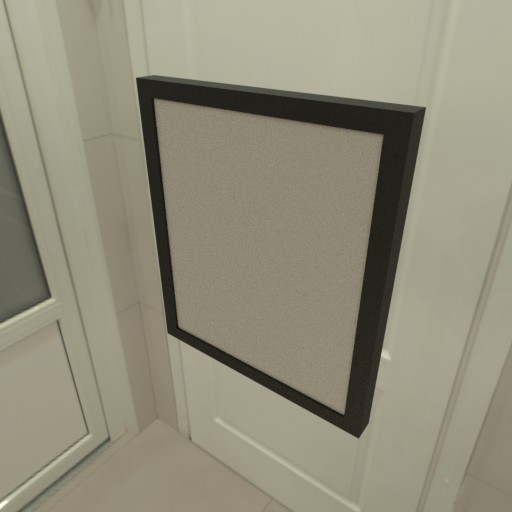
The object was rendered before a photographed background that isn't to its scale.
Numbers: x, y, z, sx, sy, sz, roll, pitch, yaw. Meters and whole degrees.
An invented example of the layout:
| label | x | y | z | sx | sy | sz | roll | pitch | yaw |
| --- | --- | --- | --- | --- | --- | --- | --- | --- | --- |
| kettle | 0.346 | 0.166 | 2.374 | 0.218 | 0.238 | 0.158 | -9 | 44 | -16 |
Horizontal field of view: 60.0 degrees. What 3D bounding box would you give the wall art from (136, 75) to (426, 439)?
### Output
| label | x | y | z | sx | sy | sz | roll | pitch | yaw |
| --- | --- | --- | --- | --- | --- | --- | --- | --- | --- |
| wall art | 0.000 | 0.000 | 0.536 | 0.330 | 0.381 | 0.029 | 20 | 35 | 31 |
